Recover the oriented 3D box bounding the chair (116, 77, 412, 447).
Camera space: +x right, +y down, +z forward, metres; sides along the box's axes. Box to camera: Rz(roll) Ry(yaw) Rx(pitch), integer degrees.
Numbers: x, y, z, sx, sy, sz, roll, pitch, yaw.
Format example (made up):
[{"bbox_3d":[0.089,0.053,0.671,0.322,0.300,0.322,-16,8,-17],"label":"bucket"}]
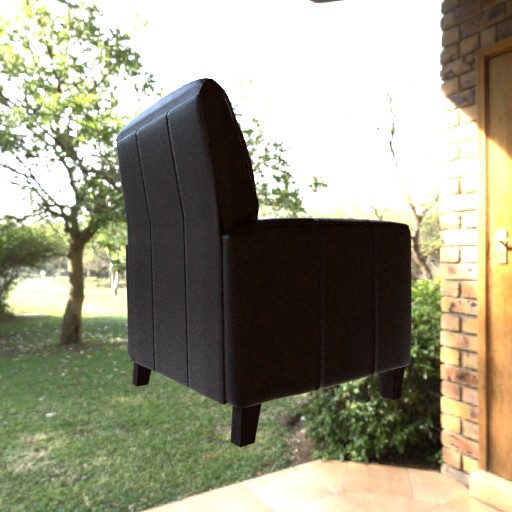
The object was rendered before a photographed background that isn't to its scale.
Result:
[{"bbox_3d":[0.000,0.000,1.655,0.850,1.010,0.839,0,-1,-37],"label":"chair"}]
